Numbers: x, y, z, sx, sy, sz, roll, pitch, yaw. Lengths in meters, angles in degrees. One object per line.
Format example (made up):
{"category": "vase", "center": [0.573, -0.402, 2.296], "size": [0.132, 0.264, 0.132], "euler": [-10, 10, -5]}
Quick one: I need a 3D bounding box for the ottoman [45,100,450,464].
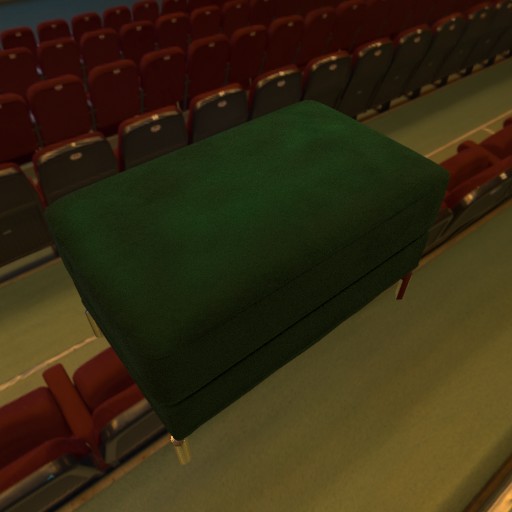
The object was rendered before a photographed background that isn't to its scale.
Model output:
{"category": "ottoman", "center": [0.000, 0.000, 1.225], "size": [0.886, 0.533, 0.536], "euler": [-30, 53, -26]}
